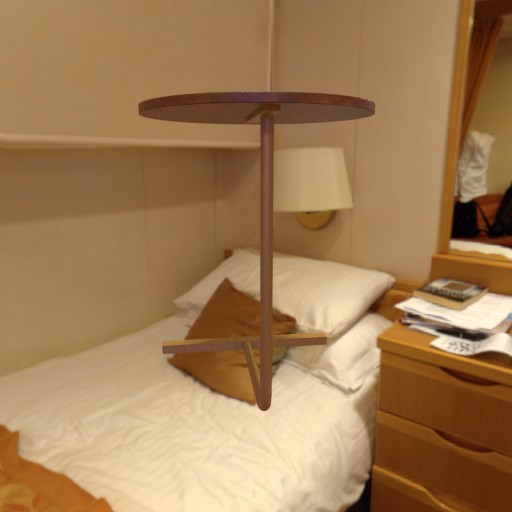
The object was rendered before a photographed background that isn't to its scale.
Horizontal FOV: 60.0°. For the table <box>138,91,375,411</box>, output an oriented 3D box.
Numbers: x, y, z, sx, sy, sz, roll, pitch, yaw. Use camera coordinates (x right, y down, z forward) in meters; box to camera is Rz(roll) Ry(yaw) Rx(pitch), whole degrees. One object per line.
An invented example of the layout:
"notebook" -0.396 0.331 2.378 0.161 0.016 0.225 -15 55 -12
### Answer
"table" 0.000 0.000 1.112 0.530 0.706 0.577 -2 13 -7
